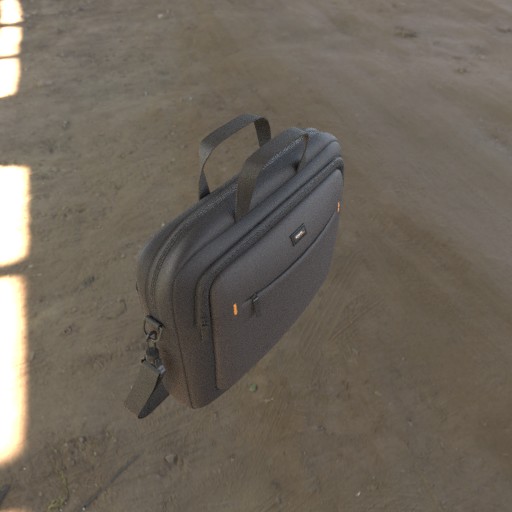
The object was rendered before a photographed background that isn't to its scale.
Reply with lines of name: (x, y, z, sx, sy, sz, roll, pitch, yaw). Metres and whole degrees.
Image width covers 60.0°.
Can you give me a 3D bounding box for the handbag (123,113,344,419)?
handbag: (0.000, 0.000, 0.580, 0.126, 0.330, 0.429, 27, 49, 26)
